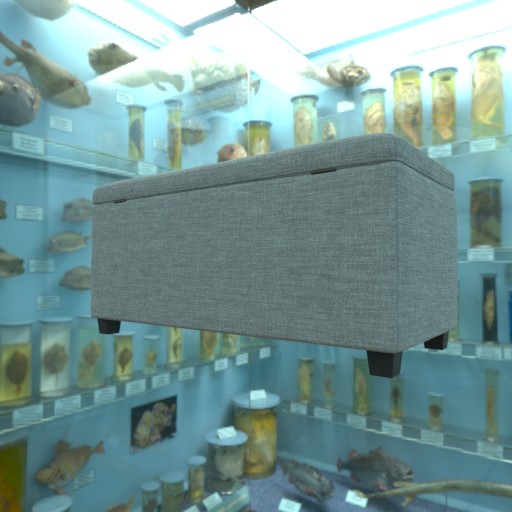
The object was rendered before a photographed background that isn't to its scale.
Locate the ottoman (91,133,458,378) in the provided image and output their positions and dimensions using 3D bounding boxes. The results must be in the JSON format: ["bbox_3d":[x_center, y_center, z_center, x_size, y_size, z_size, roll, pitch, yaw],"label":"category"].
[{"bbox_3d":[0.000,0.000,1.145,0.902,0.432,0.419,-1,-2,37],"label":"ottoman"}]
